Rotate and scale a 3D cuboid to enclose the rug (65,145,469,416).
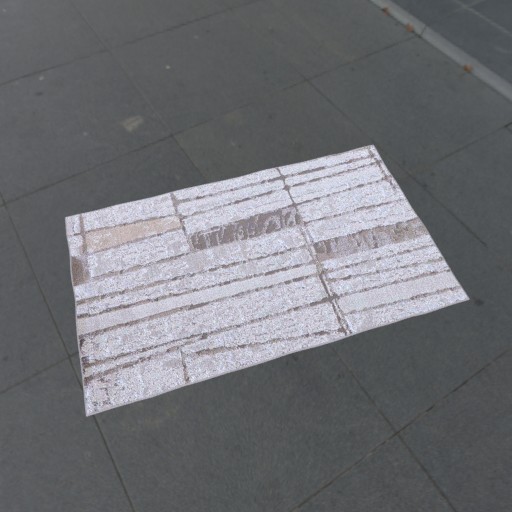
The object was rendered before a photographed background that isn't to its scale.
[{"bbox_3d":[0.000,0.000,1.073,0.867,0.007,0.515,-15,60,-9],"label":"rug"}]
